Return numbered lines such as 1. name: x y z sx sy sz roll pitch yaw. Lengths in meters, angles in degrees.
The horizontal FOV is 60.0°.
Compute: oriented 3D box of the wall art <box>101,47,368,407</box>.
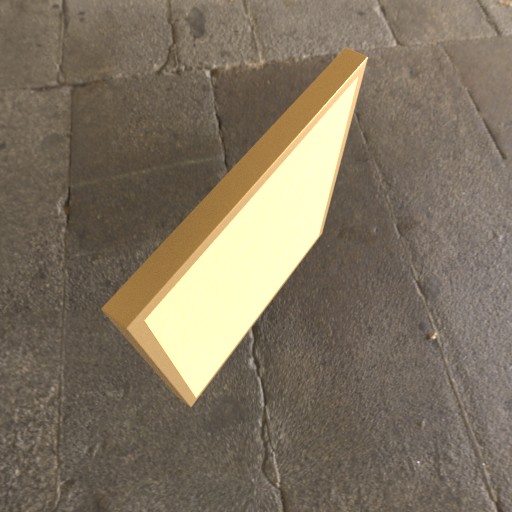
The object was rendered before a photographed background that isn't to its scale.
1. wall art: 0.000 0.000 0.469 0.023 0.305 0.305 33 67 16
